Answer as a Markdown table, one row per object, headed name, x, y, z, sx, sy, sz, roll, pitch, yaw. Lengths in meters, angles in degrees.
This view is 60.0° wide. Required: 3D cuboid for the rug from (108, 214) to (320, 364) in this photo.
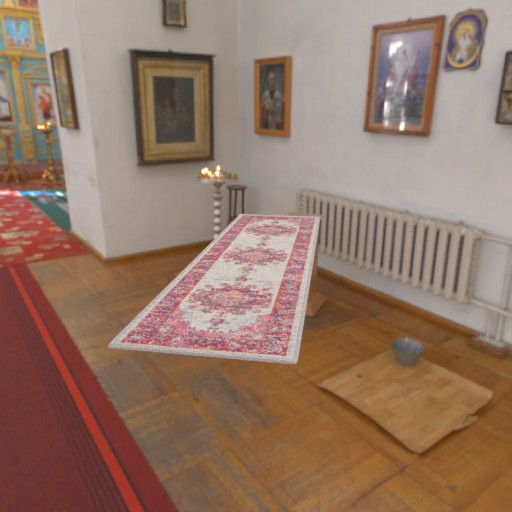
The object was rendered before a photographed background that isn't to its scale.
| name | x | y | z | sx | sy | sz | roll | pitch | yaw |
| --- | --- | --- | --- | --- | --- | --- | --- | --- | --- |
| rug | 0.000 | 0.000 | 2.571 | 0.666 | 0.011 | 2.294 | 3 | 17 | 9 |
